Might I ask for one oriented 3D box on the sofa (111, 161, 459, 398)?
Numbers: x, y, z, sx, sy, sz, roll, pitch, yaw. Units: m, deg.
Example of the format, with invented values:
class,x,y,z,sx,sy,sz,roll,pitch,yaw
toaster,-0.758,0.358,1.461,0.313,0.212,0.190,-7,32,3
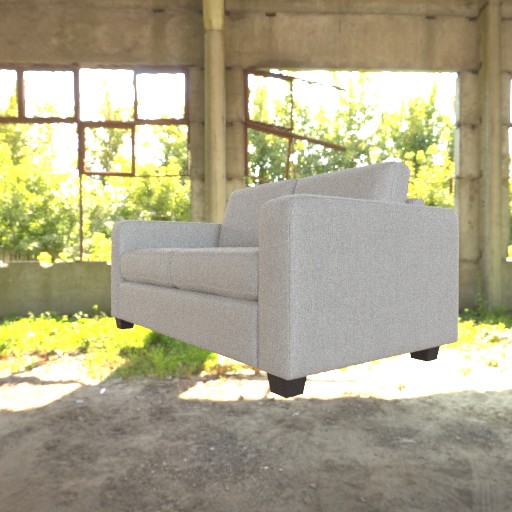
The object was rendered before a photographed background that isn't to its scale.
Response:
class,x,y,z,sx,sy,sz,roll,pitch,yaw
sofa,0.000,0.000,2.094,0.900,0.800,1.540,-1,1,-36
